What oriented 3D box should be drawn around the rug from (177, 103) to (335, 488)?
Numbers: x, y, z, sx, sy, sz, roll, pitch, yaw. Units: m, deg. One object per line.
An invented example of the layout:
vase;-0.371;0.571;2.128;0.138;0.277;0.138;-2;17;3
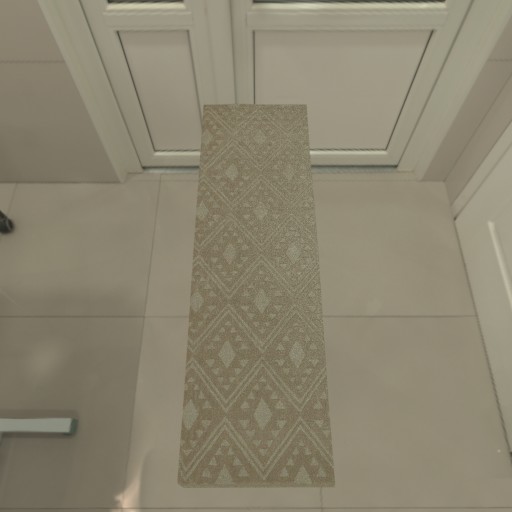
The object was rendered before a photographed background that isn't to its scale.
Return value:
rug;0.000;0.000;2.650;0.752;0.051;2.452;0;63;0
